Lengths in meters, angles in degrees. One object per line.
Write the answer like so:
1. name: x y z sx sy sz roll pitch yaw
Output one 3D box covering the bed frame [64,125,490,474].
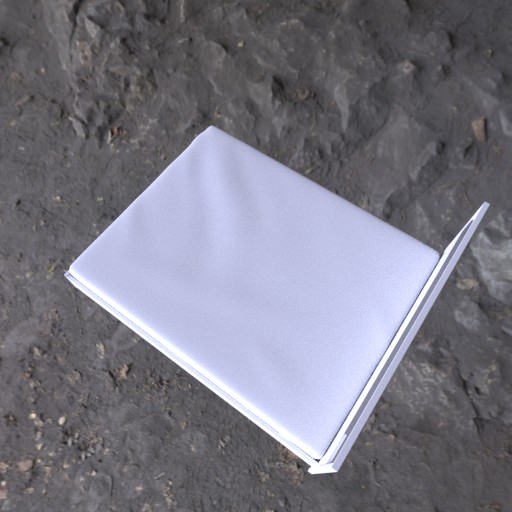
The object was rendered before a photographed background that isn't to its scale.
1. bed frame: 0.000 0.000 2.970 2.100 1.001 1.711 33 68 15
